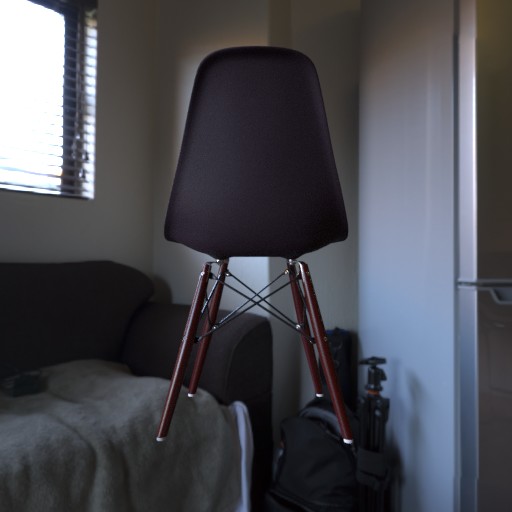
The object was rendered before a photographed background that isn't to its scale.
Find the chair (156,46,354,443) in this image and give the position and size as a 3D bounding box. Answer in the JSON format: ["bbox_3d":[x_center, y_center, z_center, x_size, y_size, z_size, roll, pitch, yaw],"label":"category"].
[{"bbox_3d":[0.000,0.000,1.135,0.470,0.826,0.533,0,0,0],"label":"chair"}]
